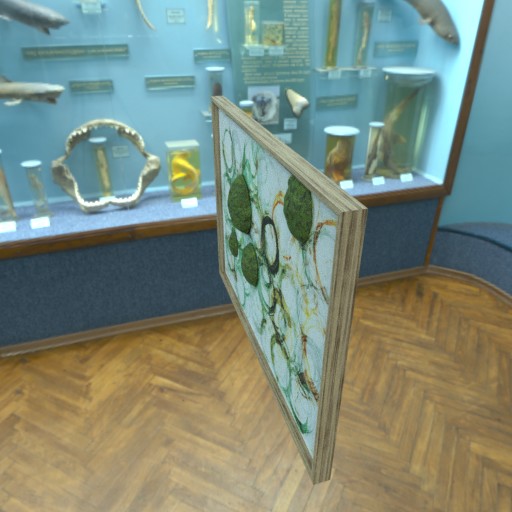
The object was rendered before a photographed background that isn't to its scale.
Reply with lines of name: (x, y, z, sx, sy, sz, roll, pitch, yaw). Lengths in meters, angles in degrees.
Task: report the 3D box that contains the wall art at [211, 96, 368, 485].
wall art: (0.000, 0.000, 1.099, 0.063, 0.609, 0.841, -9, 31, -15)
